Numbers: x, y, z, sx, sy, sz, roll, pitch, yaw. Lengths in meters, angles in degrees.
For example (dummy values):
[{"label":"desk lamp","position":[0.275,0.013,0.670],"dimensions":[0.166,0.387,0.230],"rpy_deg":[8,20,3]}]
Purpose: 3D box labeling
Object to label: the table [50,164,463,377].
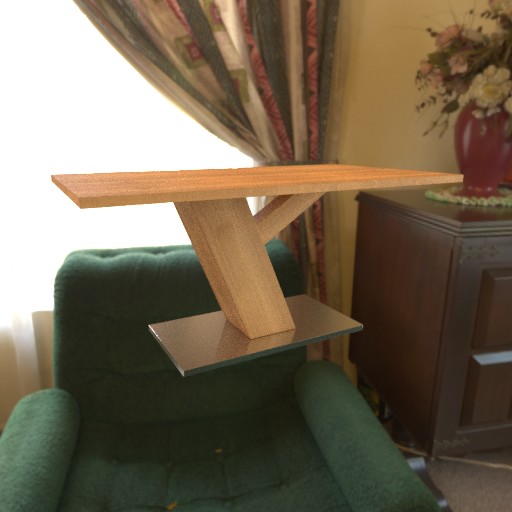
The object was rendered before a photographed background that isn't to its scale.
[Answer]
[{"label":"table","position":[0.000,0.000,2.066],"dimensions":[1.600,0.750,0.900],"rpy_deg":[-8,17,-28]}]
